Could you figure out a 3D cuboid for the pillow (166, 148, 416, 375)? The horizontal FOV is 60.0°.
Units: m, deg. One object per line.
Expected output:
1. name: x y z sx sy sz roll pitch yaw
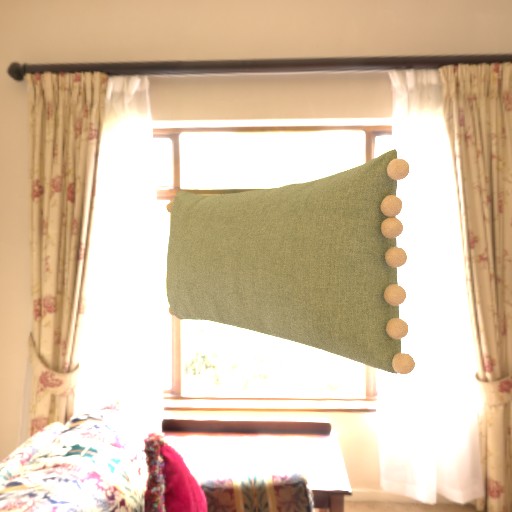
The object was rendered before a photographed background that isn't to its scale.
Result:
1. pillow: 0.000 0.000 0.856 0.201 0.322 0.709 0 1 -36
